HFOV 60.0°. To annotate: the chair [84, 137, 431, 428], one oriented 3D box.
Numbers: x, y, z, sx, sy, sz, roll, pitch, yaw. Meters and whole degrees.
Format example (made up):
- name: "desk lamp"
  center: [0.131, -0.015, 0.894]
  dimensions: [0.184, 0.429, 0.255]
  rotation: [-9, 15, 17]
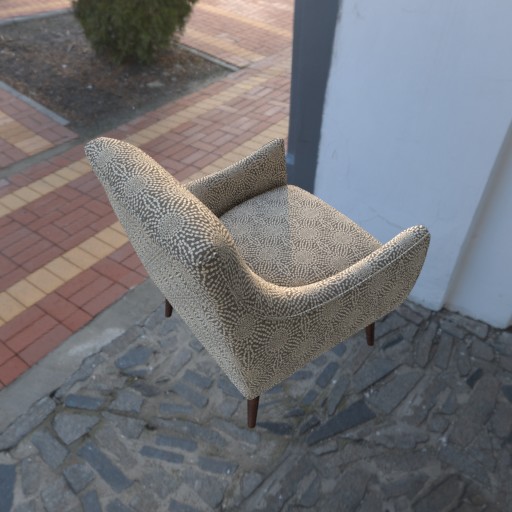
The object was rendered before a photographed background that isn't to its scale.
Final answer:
- name: "chair"
  center: [0.000, 0.000, 1.476]
  dimensions: [0.787, 0.838, 0.762]
  rotation: [-26, 47, -26]
